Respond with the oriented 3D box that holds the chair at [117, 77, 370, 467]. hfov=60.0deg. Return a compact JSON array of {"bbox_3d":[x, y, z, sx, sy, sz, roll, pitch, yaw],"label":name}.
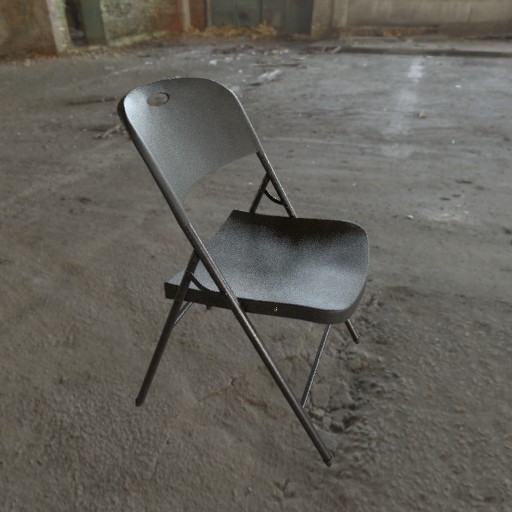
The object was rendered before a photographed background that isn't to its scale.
[{"bbox_3d":[0.000,0.000,1.145,0.567,0.810,0.494,10,33,17],"label":"chair"}]
